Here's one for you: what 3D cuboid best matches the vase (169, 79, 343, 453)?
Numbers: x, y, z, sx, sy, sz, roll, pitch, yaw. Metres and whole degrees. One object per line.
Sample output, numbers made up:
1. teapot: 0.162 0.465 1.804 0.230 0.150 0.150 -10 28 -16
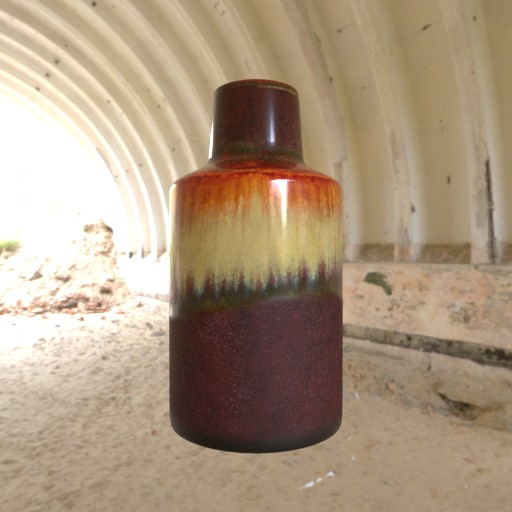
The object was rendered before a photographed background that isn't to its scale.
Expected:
1. vase: 0.000 0.000 0.280 0.108 0.204 0.108 0 0 0
